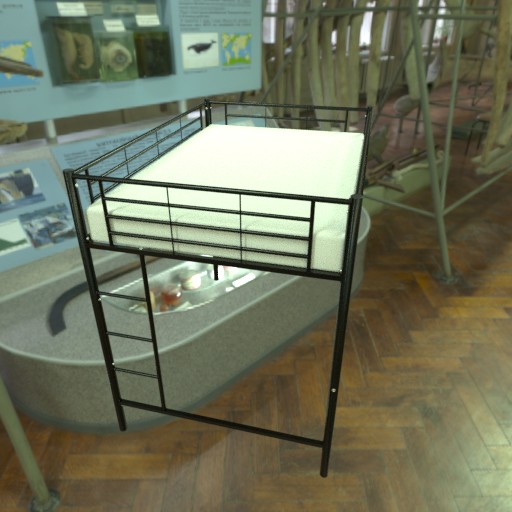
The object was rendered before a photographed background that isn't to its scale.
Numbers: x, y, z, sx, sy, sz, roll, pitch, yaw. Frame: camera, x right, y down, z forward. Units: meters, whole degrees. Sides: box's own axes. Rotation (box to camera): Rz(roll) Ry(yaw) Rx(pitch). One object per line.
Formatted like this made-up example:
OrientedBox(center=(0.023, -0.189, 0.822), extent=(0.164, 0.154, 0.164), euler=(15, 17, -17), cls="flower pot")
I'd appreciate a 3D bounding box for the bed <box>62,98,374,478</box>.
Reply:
OrientedBox(center=(0.000, 0.000, 3.216), extent=(1.397, 1.803, 1.994), euler=(7, 30, 12), cls="bed")
